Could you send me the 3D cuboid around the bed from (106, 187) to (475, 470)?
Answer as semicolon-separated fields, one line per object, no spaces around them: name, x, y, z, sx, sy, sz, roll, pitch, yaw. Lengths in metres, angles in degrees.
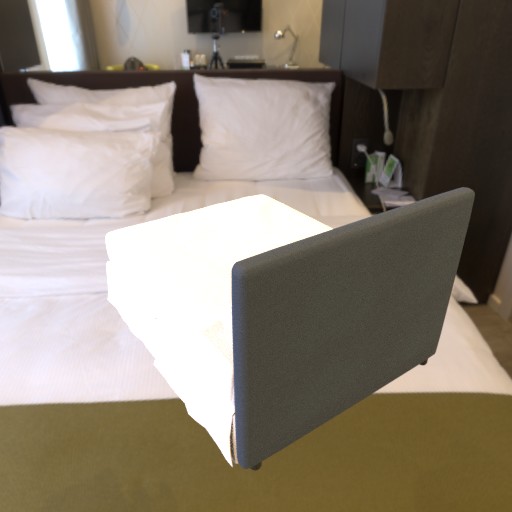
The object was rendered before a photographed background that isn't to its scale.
bed;0.000;0.000;3.244;1.713;1.330;2.162;-18;33;-30
